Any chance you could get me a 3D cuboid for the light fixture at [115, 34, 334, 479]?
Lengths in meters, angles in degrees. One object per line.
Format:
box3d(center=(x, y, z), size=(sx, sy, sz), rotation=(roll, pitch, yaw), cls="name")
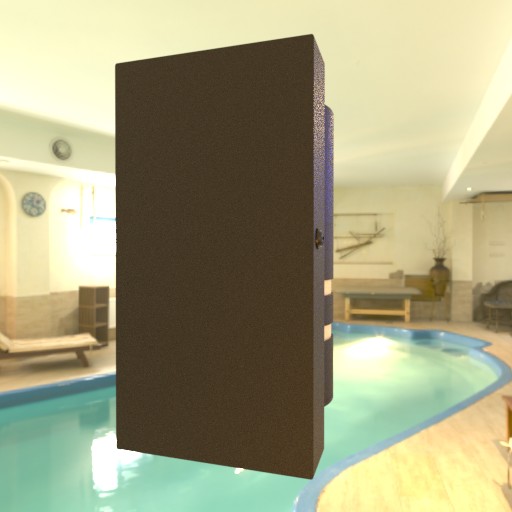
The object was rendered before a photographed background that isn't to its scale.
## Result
box3d(center=(0.000, 0.000, 0.257), size=(0.098, 0.179, 0.138), rotation=(0, 1, 18), cls="light fixture")
